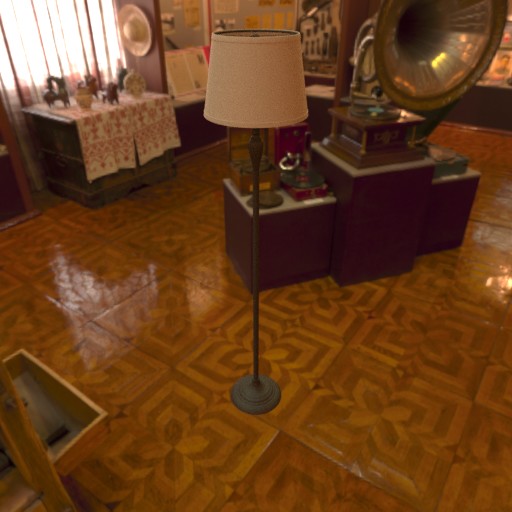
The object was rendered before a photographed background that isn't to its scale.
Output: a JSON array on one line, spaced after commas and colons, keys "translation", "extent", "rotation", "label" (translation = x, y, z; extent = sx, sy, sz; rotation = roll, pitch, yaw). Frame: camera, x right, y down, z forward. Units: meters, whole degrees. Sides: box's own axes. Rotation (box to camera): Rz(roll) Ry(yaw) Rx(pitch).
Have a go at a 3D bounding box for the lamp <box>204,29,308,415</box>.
[{"translation": [0.000, 0.000, 1.668], "extent": [0.327, 1.506, 0.327], "rotation": [22, 38, 31], "label": "lamp"}]
